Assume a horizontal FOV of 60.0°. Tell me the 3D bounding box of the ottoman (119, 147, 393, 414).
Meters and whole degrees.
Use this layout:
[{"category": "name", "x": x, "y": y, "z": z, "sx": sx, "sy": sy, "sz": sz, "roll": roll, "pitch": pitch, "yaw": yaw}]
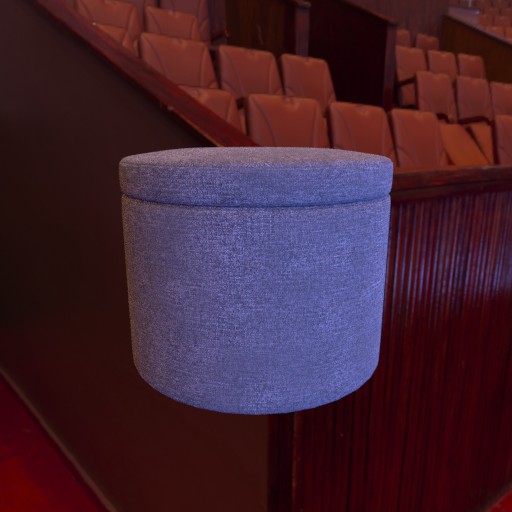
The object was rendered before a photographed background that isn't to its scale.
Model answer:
[{"category": "ottoman", "x": 0.000, "y": 0.000, "z": 0.883, "sx": 0.500, "sy": 0.419, "sz": 0.500, "roll": 0, "pitch": 14, "yaw": 0}]
